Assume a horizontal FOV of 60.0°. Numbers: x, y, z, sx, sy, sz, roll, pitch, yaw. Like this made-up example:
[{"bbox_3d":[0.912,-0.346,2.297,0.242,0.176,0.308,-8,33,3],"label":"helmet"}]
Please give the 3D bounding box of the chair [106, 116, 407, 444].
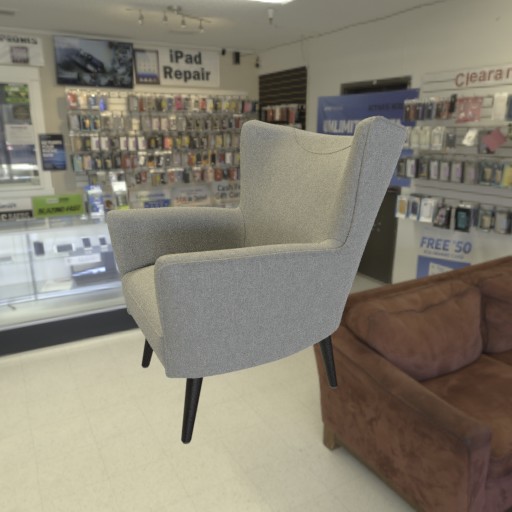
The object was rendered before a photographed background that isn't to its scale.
[{"bbox_3d":[0.000,0.000,1.566,0.888,0.933,0.781,-8,18,-26],"label":"chair"}]
